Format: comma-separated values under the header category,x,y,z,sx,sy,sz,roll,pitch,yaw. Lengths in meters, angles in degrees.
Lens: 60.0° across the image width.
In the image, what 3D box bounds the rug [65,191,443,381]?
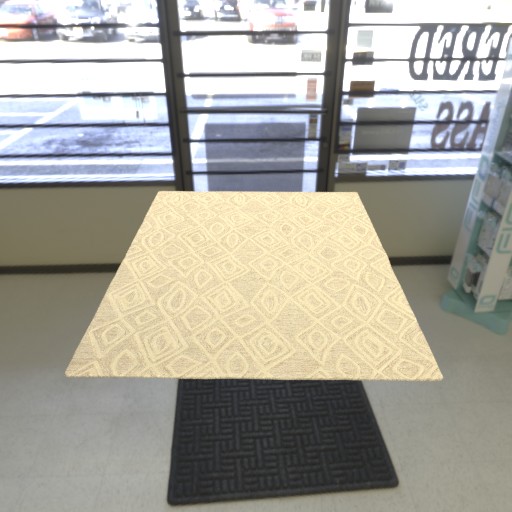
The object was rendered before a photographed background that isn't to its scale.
category,x,y,z,sx,sy,sz,roll,pitch,yaw
rug,0.000,0.000,4.139,2.449,0.025,3.049,0,31,1
